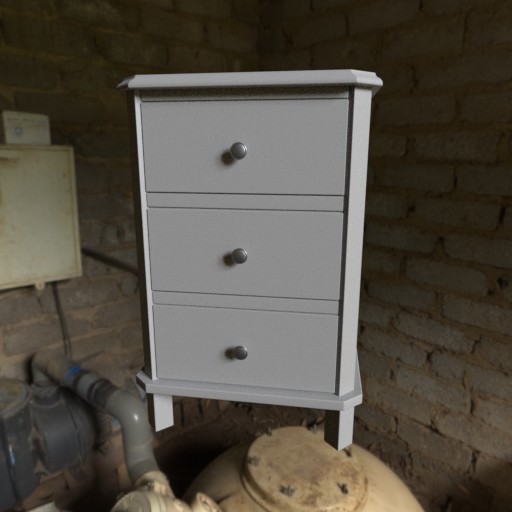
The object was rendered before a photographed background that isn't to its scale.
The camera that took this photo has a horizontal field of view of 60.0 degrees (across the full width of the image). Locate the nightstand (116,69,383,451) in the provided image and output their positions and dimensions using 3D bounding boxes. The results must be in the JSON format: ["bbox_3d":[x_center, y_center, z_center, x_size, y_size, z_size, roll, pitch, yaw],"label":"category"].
[{"bbox_3d":[0.000,0.000,0.942,0.450,0.680,0.350,2,14,9],"label":"nightstand"}]
